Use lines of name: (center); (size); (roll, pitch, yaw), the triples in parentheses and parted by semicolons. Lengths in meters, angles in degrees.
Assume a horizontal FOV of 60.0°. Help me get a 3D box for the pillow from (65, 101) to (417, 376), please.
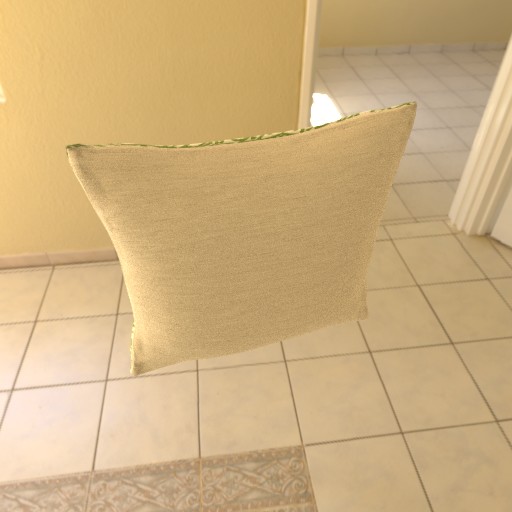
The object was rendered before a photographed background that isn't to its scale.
pillow: (0.000, 0.000, 0.659); (0.440, 0.419, 0.162); (-11, 42, -12)
